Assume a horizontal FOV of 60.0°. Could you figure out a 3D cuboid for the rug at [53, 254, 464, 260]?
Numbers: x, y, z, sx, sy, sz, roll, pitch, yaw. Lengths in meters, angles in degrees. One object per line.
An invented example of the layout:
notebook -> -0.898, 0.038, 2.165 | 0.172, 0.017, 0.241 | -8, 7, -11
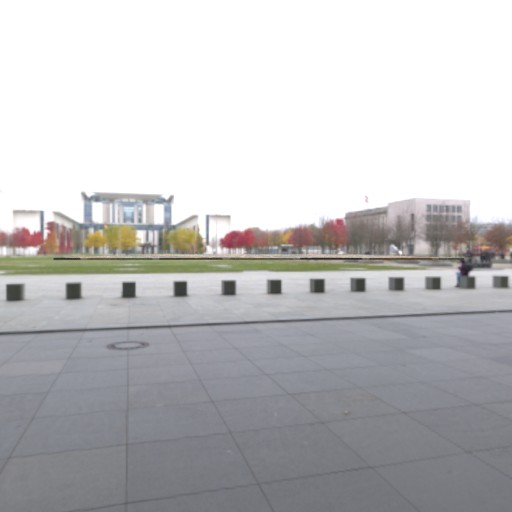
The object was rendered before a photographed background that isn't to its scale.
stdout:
rug -> 0.000, 0.000, 4.197 | 2.439, 0.013, 3.200 | 0, 1, -1
